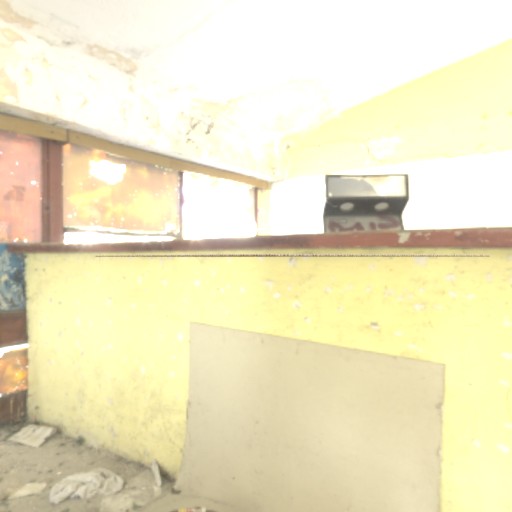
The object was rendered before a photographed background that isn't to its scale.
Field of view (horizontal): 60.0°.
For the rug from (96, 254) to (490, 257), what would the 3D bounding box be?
[{"bbox_3d":[0.000,0.000,3.085,1.549,0.010,2.464,0,0,-35],"label":"rug"}]
